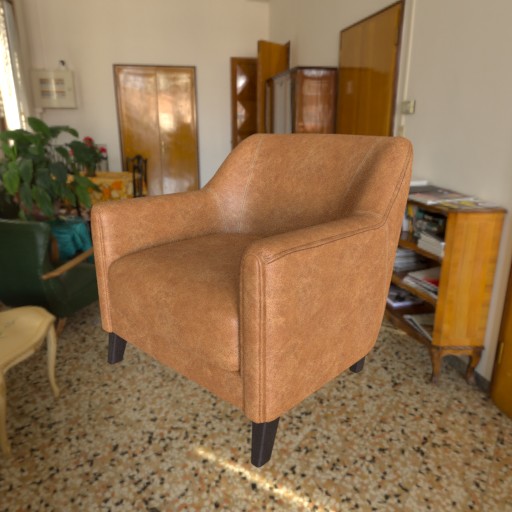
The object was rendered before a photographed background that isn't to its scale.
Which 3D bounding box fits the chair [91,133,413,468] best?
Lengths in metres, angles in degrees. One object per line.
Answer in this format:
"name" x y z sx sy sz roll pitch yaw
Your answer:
"chair" 0.000 0.000 1.873 1.037 0.980 1.034 15 23 41
